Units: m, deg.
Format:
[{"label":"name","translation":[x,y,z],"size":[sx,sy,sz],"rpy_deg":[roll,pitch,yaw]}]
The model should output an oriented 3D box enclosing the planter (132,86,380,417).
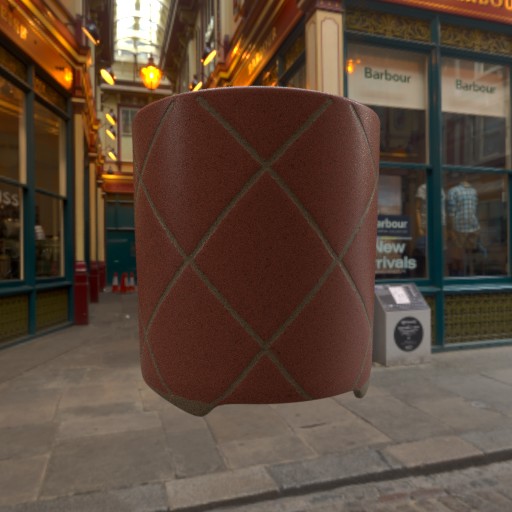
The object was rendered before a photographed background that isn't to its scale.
[{"label":"planter","translation":[0.000,0.000,0.353],"size":[0.191,0.200,0.191],"rpy_deg":[0,0,0]}]
